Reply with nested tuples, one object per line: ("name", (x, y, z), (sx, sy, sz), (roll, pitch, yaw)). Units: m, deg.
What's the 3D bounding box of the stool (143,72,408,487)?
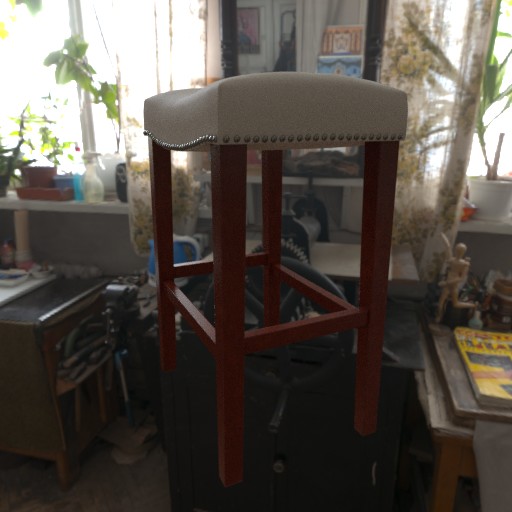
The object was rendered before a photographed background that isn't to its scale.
("stool", (0.000, 0.000, 1.014), (0.372, 0.742, 0.504), (-8, 19, -25))
